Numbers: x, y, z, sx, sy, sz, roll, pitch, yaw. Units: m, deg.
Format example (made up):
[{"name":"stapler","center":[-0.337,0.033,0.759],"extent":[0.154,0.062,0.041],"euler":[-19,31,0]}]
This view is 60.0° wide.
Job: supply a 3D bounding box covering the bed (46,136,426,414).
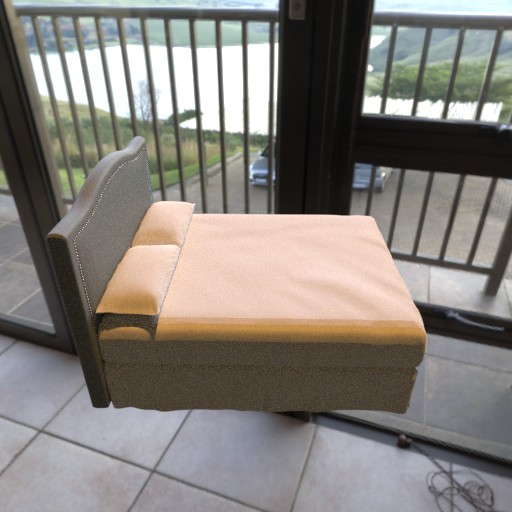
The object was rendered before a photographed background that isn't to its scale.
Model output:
[{"name":"bed","center":[0.000,0.000,3.303],"extent":[2.143,1.460,1.753],"euler":[1,31,1]}]
